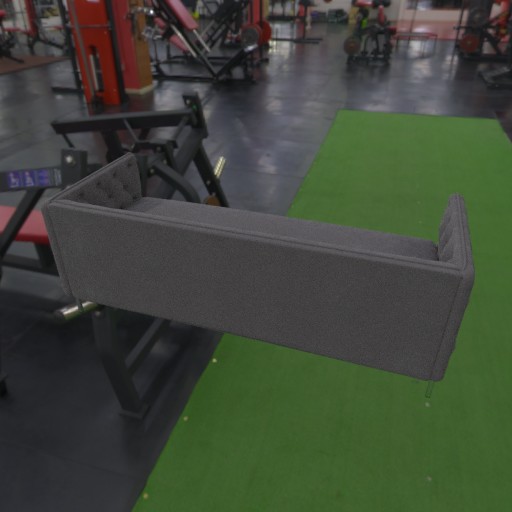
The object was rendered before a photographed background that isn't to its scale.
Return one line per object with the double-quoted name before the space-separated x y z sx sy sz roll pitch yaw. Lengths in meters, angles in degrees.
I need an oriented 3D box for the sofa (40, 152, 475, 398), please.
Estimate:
"sofa" 0.000 0.000 2.618 2.209 0.771 0.895 10 34 16
